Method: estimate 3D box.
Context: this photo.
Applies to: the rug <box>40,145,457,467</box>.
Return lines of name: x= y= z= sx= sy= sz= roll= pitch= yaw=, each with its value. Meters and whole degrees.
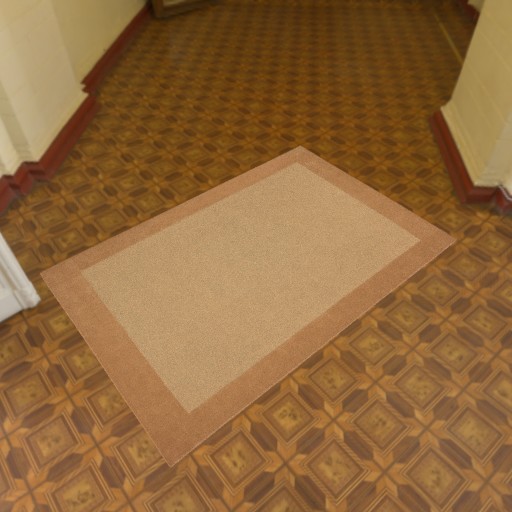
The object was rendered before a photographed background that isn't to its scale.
rug: x=0.000 y=0.000 z=2.320 sx=1.829 sy=0.014 sz=1.219 roll=-31 pitch=53 yaw=-27
